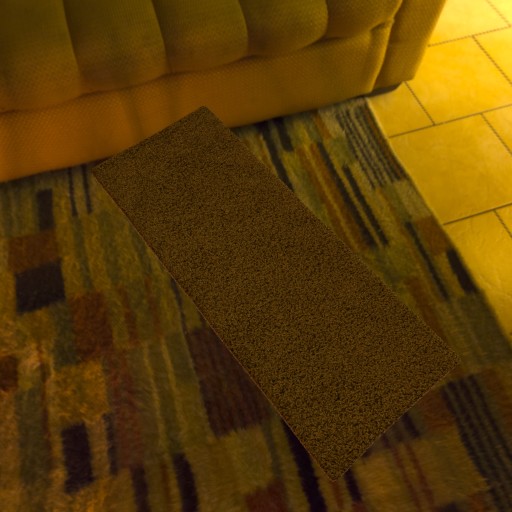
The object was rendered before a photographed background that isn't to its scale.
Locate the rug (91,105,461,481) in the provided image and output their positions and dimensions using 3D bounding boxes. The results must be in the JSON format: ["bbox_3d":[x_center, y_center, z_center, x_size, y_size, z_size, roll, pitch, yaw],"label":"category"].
[{"bbox_3d":[0.000,0.000,1.718,0.609,0.030,1.524,-35,69,-16],"label":"rug"}]
